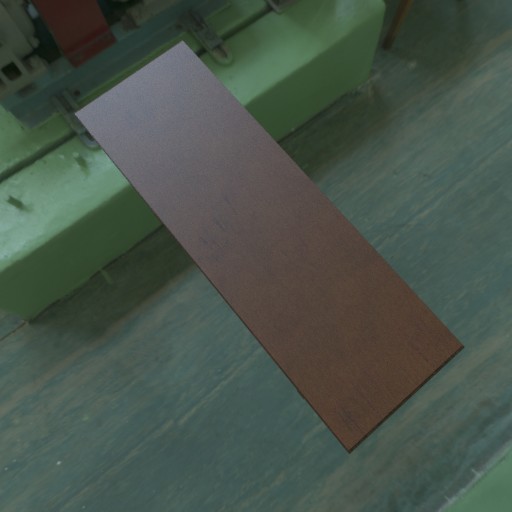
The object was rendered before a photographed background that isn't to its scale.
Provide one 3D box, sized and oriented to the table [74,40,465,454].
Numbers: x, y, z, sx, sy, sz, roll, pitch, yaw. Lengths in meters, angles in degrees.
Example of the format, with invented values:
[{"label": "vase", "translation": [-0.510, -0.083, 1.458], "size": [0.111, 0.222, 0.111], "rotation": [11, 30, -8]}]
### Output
[{"label": "table", "translation": [0.000, 0.000, 1.577], "size": [0.399, 0.763, 1.197], "rotation": [-39, 79, -9]}]
